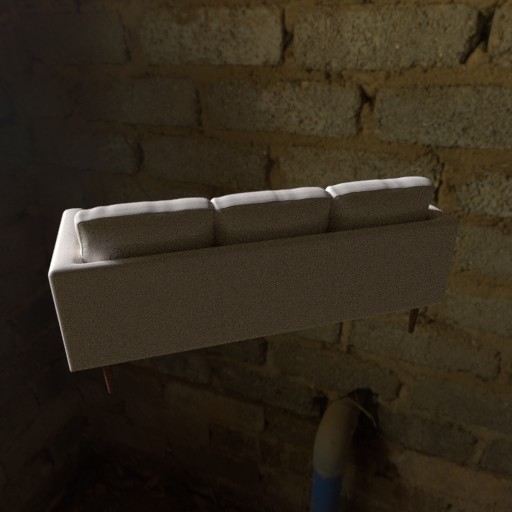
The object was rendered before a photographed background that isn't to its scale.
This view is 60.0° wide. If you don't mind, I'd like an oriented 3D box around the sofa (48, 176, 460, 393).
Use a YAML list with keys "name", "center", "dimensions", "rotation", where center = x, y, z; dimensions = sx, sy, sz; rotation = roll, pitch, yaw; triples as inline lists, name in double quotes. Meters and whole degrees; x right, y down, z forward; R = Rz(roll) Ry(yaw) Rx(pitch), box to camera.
- name: "sofa"
  center: [0.000, 0.000, 2.517]
  dimensions: [2.029, 0.912, 0.802]
  rotation: [-8, 27, -15]
